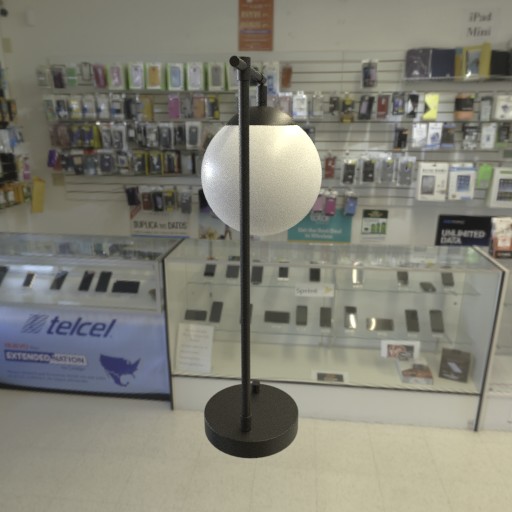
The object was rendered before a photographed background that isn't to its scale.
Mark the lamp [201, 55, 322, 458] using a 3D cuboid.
[{"bbox_3d":[0.000,0.000,0.709,0.197,0.559,0.316,2,17,8],"label":"lamp"}]
